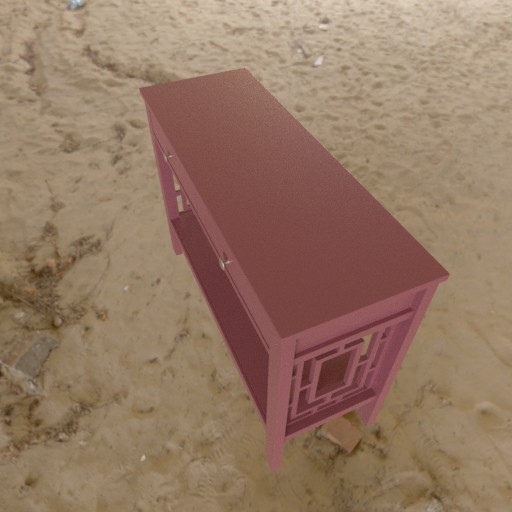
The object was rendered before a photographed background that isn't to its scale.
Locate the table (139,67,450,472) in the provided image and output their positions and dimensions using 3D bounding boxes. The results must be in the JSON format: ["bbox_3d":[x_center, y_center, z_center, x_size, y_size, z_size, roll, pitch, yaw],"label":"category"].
[{"bbox_3d":[0.000,0.000,1.461,0.397,0.753,1.068,-18,49,-16],"label":"table"}]
